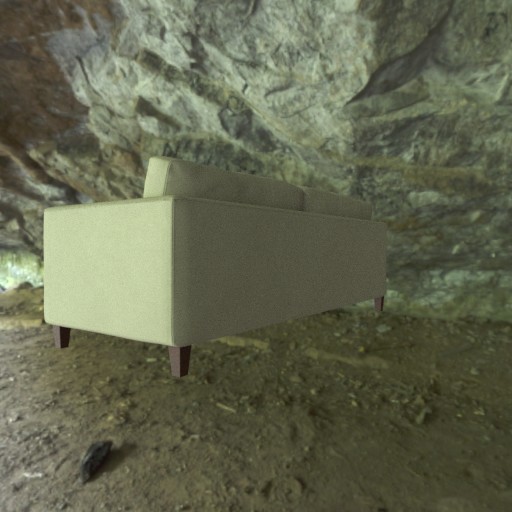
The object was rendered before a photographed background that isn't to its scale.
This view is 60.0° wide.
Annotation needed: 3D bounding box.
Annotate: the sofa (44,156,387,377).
[{"bbox_3d":[0.000,0.000,2.924,0.988,0.912,2.404,1,1,36],"label":"sofa"}]
